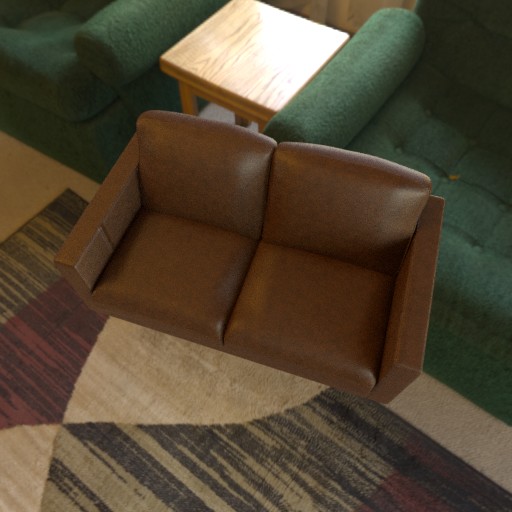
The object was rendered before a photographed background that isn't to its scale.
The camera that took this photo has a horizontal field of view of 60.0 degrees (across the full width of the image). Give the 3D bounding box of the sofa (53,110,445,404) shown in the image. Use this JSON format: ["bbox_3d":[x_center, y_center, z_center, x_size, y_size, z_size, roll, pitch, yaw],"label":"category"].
[{"bbox_3d":[0.000,0.000,2.157,1.578,0.951,0.909,16,60,9],"label":"sofa"}]
